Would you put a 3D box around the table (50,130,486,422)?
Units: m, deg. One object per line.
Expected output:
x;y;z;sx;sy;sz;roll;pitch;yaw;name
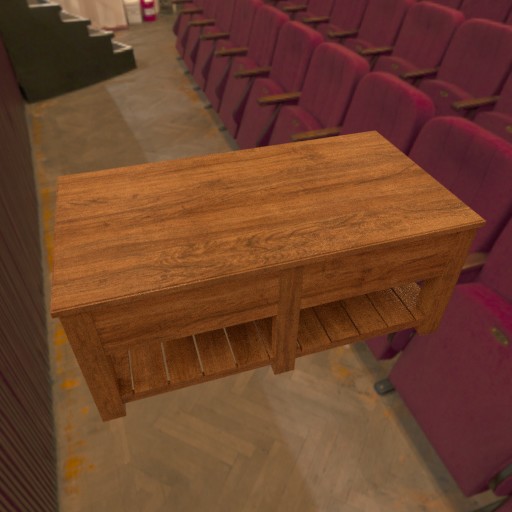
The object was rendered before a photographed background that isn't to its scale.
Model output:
0.000;0.000;1.490;1.150;0.480;0.635;-12;41;-13;table
